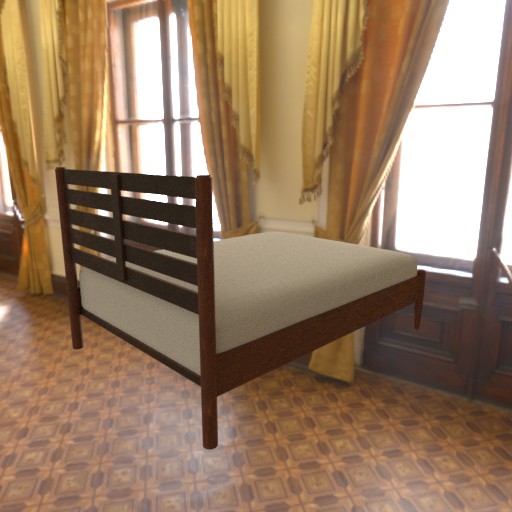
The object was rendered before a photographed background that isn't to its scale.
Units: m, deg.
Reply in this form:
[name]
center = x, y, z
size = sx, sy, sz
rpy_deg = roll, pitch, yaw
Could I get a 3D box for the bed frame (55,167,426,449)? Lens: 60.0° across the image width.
[bed frame]
center = 0.000, 0.000, 3.335
size = 2.234, 1.321, 1.655
rpy_deg = -12, 18, -43
